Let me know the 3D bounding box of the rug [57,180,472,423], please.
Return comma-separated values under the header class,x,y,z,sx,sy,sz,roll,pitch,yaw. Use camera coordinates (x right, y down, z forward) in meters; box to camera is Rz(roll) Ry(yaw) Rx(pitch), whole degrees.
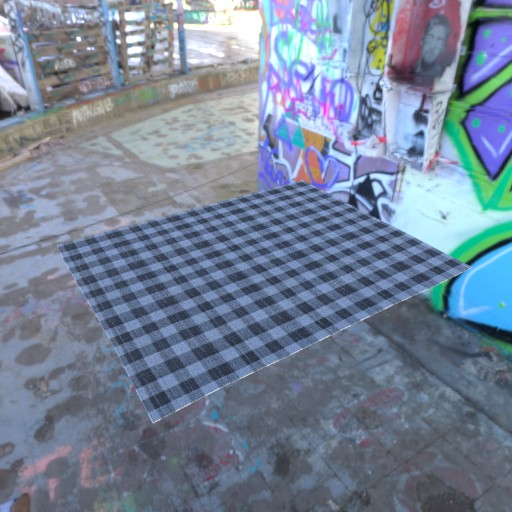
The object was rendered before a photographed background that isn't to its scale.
class,x,y,z,sx,sy,sz,roll,pitch,yaw
rug,0.000,0.000,4.112,3.021,0.013,2.432,-19,37,-28
